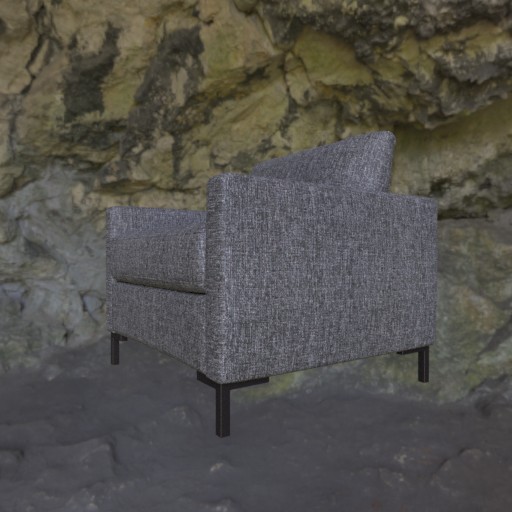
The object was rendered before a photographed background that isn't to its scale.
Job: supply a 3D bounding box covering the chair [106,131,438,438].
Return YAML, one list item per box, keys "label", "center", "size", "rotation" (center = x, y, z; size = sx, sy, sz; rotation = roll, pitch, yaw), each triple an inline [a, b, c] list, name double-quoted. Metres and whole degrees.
- label: "chair"
  center: [0.000, 0.000, 1.633]
  size: [0.866, 0.861, 0.963]
  rotation: [0, 0, -35]
